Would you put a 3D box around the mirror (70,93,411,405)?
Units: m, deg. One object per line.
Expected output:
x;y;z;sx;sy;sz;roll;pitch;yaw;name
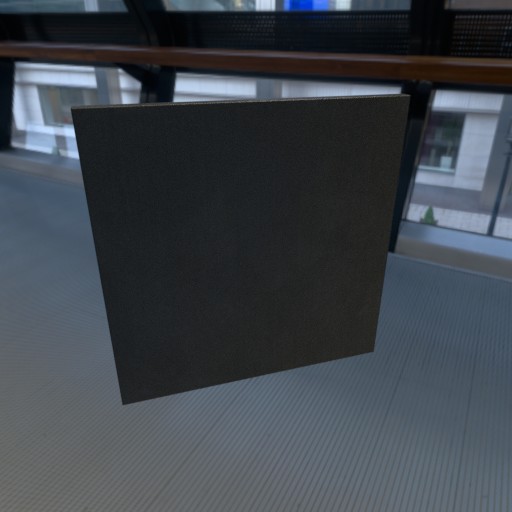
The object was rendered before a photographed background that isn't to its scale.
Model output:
0.000;0.000;0.569;0.382;0.381;0.020;-8;27;-16;mirror
